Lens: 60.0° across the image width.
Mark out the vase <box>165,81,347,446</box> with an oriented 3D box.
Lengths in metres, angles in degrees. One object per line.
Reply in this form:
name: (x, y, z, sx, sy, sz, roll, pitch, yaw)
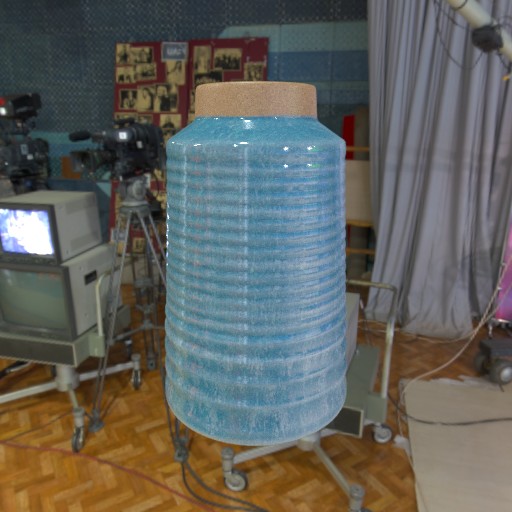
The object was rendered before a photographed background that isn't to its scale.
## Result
vase: (0.000, 0.000, 0.373, 0.163, 0.267, 0.163, 0, 16, 0)
